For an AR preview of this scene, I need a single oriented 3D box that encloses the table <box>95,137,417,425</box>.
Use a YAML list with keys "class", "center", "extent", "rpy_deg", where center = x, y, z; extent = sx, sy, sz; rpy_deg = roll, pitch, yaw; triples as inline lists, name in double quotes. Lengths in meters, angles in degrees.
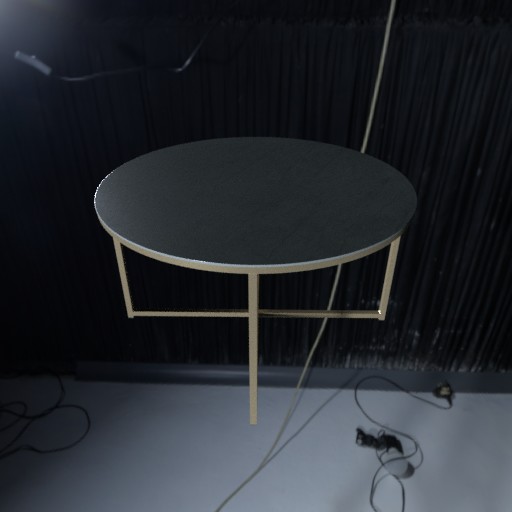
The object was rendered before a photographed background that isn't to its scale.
- class: "table"
  center: [0.000, 0.000, 1.267]
  extent: [0.800, 0.450, 0.800]
  rpy_deg: [0, 31, 0]
